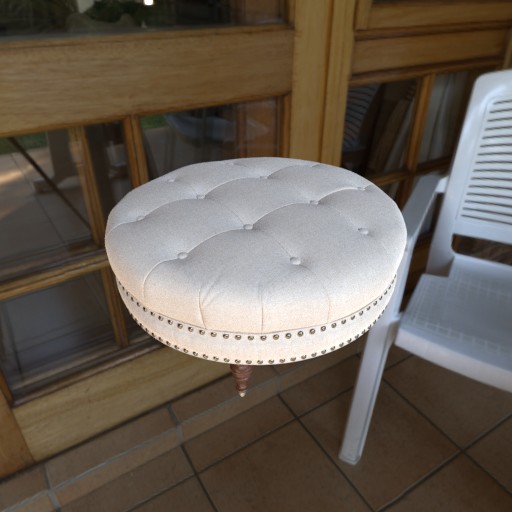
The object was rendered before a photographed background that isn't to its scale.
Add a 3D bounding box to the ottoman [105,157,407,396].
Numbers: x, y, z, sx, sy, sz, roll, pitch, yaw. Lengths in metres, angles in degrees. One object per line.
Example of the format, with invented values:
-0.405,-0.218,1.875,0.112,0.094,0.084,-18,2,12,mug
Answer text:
0.000,0.000,1.505,0.940,0.483,0.940,0,32,0,ottoman
